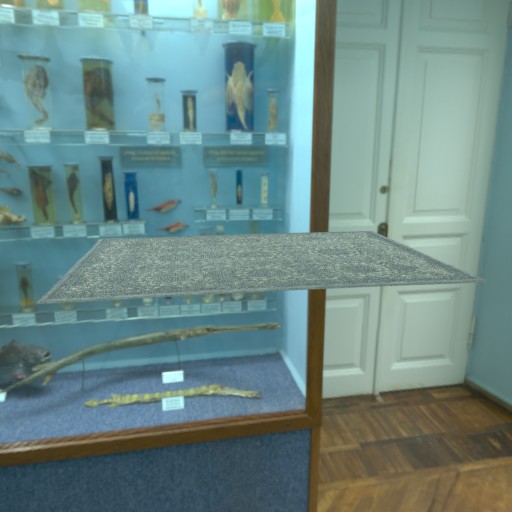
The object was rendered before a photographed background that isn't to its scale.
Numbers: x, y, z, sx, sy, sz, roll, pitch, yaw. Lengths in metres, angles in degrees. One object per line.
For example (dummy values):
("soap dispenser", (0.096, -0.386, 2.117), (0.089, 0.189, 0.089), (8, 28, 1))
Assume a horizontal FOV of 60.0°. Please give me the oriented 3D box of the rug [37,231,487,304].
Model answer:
("rug", (0.000, 0.000, 2.355), (1.830, 0.016, 1.224), (-2, 14, -9))
